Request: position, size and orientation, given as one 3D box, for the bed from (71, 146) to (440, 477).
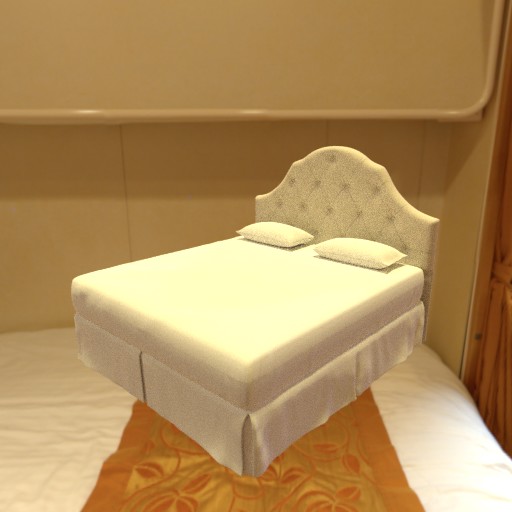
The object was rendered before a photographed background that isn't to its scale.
[{"bbox_3d":[0.000,0.000,3.472,2.008,1.615,2.214,14,21,41],"label":"bed"}]
